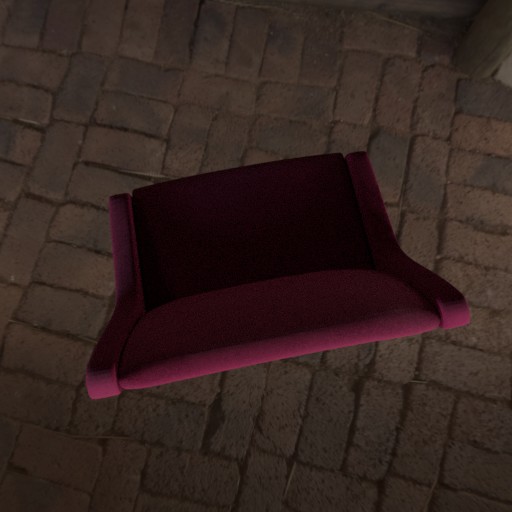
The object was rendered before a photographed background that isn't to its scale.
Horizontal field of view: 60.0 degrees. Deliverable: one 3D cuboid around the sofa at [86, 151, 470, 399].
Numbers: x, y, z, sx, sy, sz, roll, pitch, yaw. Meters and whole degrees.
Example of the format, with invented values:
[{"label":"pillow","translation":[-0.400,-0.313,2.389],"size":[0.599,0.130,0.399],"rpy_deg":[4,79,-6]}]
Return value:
[{"label":"sofa","translation":[0.000,0.000,1.954],"size":[1.242,0.976,0.946],"rpy_deg":[-11,75,-3]}]
